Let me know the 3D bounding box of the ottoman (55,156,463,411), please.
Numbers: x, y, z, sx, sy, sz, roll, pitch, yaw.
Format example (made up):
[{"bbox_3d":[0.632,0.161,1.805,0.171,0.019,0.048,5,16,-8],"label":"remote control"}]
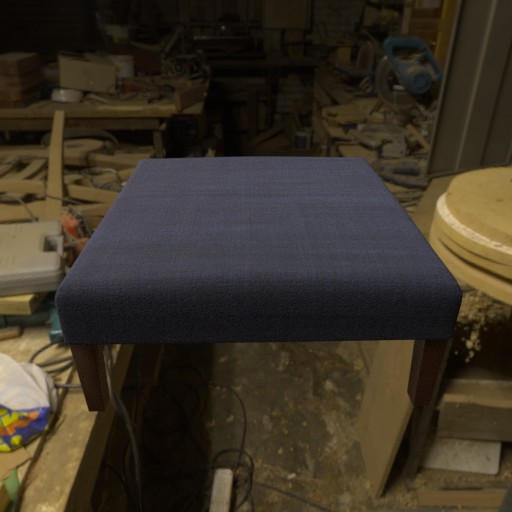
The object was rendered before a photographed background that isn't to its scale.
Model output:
[{"bbox_3d":[0.000,0.000,1.401,0.890,0.411,0.889,-1,30,-1],"label":"ottoman"}]
